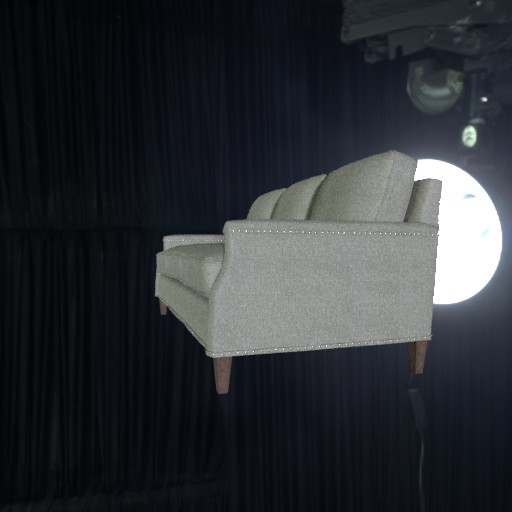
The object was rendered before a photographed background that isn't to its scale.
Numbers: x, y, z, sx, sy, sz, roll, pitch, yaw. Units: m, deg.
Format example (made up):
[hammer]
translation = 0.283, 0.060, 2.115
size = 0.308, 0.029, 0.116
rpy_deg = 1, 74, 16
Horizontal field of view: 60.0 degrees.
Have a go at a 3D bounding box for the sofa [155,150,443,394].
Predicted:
[sofa]
translation = 0.000, 0.000, 2.838
size = 1.084, 1.003, 2.246
rpy_deg = 0, 1, -18
